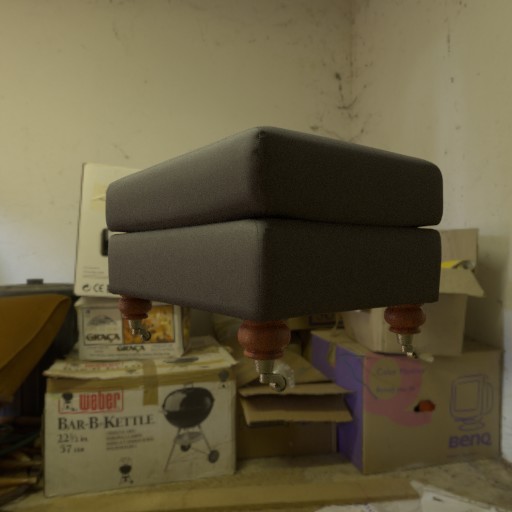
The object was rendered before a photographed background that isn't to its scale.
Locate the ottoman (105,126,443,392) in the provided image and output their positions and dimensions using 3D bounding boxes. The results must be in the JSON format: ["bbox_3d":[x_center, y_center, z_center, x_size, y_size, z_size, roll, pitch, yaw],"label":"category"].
[{"bbox_3d":[0.000,0.000,1.168,0.574,0.497,0.773,0,0,-37],"label":"ottoman"}]
